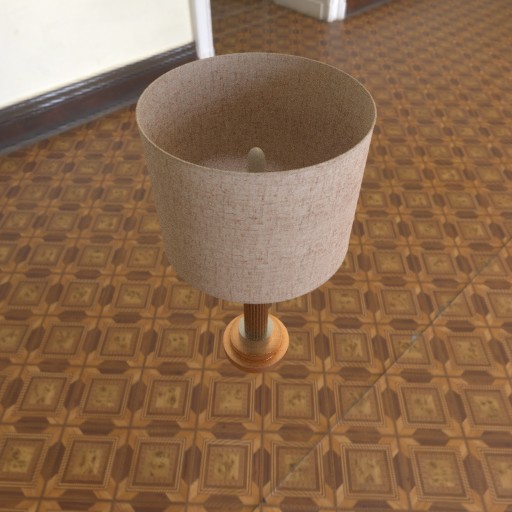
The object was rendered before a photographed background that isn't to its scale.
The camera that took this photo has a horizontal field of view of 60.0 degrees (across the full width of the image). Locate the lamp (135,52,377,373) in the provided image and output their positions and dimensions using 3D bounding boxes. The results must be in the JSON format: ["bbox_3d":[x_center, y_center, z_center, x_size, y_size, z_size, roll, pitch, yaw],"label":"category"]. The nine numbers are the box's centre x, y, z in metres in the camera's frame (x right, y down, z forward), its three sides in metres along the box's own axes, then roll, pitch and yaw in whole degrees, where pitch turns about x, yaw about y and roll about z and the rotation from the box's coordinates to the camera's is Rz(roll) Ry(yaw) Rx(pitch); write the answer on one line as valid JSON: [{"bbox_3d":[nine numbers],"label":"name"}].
[{"bbox_3d":[0.000,0.000,0.822,0.321,0.610,0.321,-23,51,-20],"label":"lamp"}]
